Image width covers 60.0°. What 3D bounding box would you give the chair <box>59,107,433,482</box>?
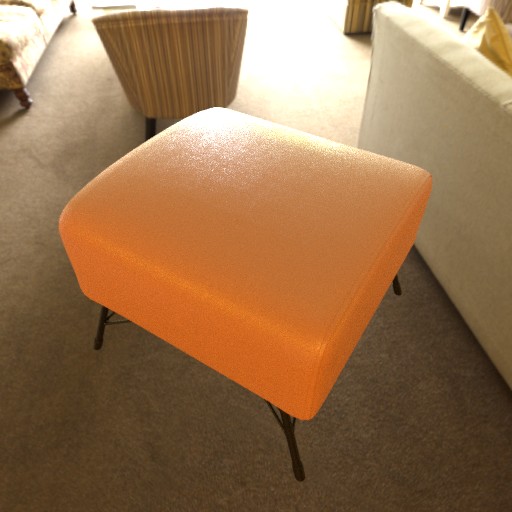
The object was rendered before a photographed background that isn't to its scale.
[{"bbox_3d":[0.000,0.000,0.901,0.530,0.410,0.530,24,49,23],"label":"chair"}]
